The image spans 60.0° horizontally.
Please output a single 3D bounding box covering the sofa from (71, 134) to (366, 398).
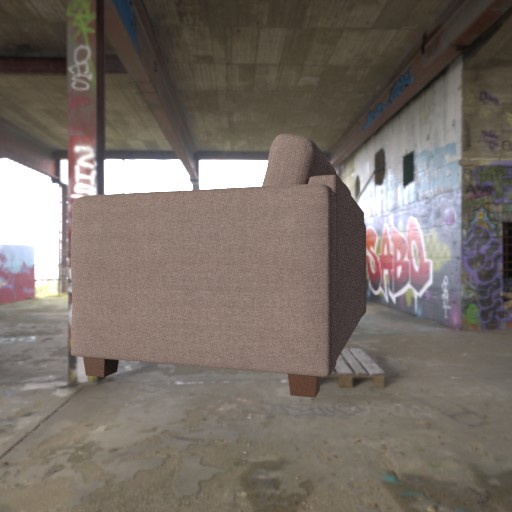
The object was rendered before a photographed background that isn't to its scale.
[{"bbox_3d":[0.000,0.000,2.045,0.900,0.800,1.520,0,0,18],"label":"sofa"}]
